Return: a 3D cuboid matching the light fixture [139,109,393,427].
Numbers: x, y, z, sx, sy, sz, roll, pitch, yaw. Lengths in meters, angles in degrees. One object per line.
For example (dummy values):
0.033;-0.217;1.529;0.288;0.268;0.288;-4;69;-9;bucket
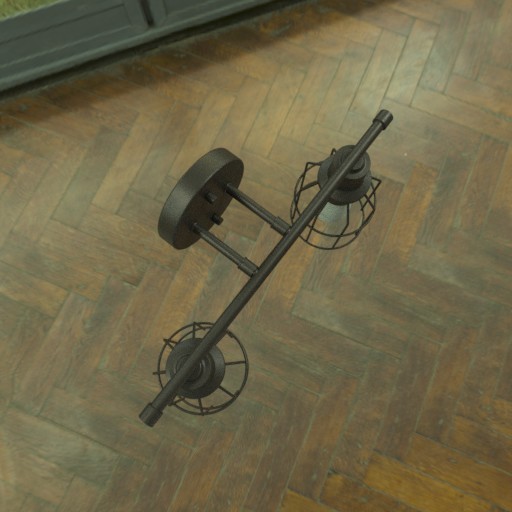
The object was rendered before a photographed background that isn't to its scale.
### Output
0.000;0.000;0.525;0.165;0.254;0.406;37;79;8;light fixture
